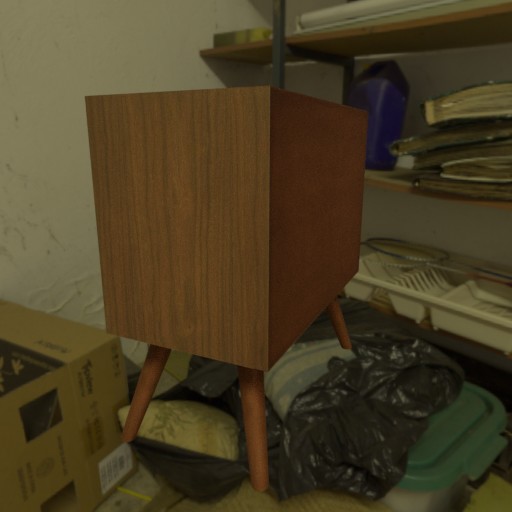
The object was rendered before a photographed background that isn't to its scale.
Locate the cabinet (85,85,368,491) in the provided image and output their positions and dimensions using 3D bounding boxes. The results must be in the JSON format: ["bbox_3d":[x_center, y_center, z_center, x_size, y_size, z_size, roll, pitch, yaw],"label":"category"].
[{"bbox_3d":[0.000,0.000,1.161,0.388,0.748,0.712,7,16,25],"label":"cabinet"}]
